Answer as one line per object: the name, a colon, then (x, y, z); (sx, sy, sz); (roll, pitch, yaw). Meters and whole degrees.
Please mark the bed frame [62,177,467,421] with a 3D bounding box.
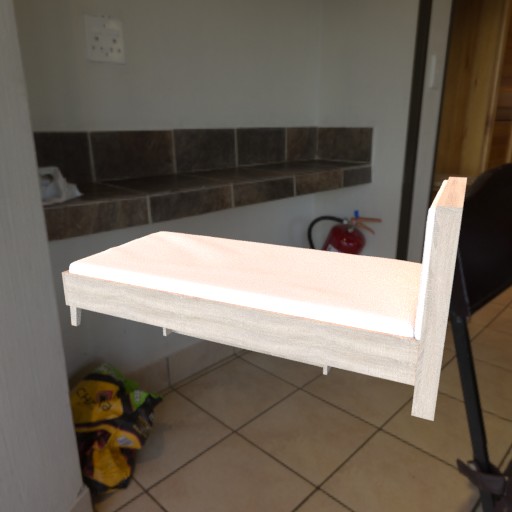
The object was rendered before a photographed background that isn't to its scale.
bed frame: (0.000, 0.000, 2.619); (2.140, 0.920, 0.990); (8, 19, 24)
